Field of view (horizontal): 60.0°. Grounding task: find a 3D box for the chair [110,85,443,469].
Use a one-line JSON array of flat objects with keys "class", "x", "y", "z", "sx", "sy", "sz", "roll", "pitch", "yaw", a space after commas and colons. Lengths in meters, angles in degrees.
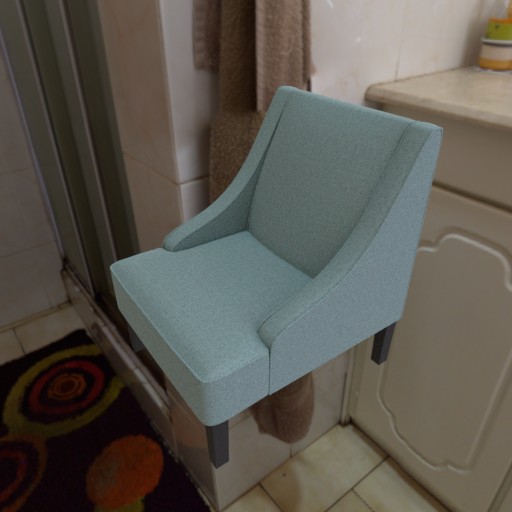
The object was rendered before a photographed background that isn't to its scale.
[{"class": "chair", "x": 0.000, "y": 0.000, "z": 1.874, "sx": 1.025, "sy": 1.133, "sz": 0.857, "roll": -21, "pitch": 38, "yaw": -30}]
